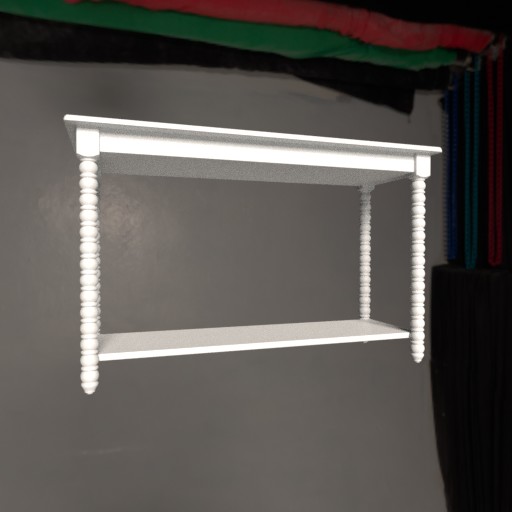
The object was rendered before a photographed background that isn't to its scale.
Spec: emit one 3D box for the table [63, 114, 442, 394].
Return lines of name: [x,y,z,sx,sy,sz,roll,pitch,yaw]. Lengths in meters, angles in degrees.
table: [0.000,0.000,1.533,1.184,0.740,0.459,0,1,-18]
